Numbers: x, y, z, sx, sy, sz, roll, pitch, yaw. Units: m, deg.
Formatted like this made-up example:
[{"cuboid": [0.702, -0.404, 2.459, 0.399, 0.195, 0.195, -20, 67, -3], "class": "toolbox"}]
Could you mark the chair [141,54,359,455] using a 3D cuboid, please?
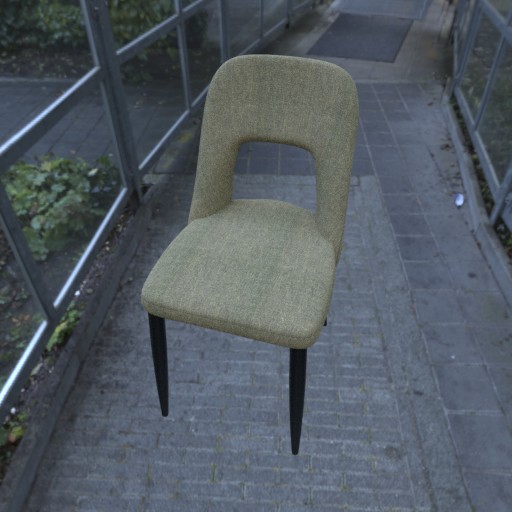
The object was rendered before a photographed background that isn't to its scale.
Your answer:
[{"cuboid": [0.000, 0.000, 1.263, 0.470, 0.931, 0.612, 11, 41, 13], "class": "chair"}]
